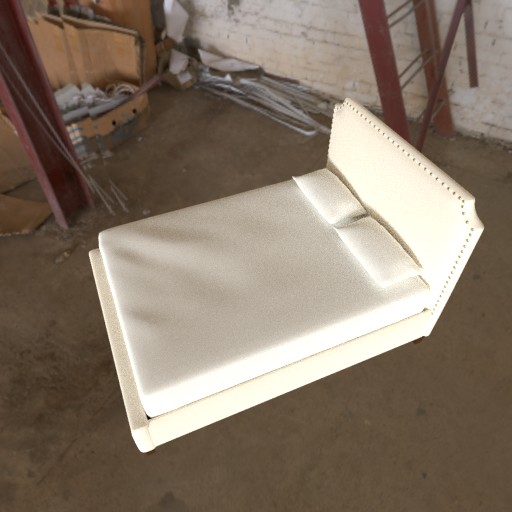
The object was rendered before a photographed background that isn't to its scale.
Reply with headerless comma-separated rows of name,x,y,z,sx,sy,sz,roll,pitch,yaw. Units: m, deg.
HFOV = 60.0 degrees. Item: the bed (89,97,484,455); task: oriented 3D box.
bed,0.000,0.000,3.339,2.365,1.443,1.712,-17,49,-16
